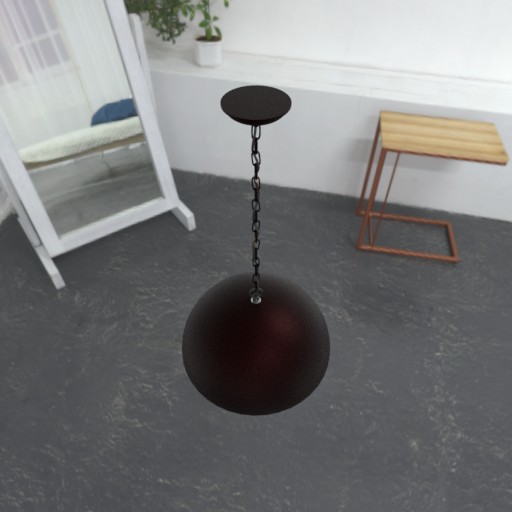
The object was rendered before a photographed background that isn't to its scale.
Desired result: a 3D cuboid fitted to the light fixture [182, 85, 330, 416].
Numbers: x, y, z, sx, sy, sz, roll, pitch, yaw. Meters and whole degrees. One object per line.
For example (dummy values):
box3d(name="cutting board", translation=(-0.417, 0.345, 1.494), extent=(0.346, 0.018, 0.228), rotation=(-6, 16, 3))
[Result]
box3d(name="light fixture", translation=(0.000, 0.000, 1.175), extent=(0.492, 0.869, 0.492), rotation=(-5, 47, -5))
